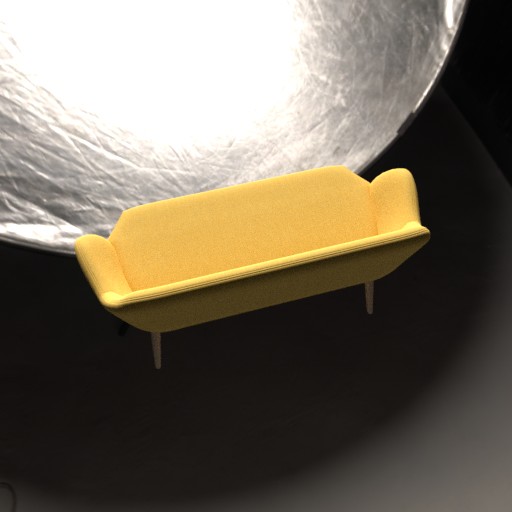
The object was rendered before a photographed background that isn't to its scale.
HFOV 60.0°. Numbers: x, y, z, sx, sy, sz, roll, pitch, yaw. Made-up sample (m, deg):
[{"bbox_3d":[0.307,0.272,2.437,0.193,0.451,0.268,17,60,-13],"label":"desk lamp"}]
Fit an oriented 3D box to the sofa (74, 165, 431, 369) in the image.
[{"bbox_3d":[0.000,0.000,1.618,1.150,0.840,0.610,-13,60,-8],"label":"sofa"}]
